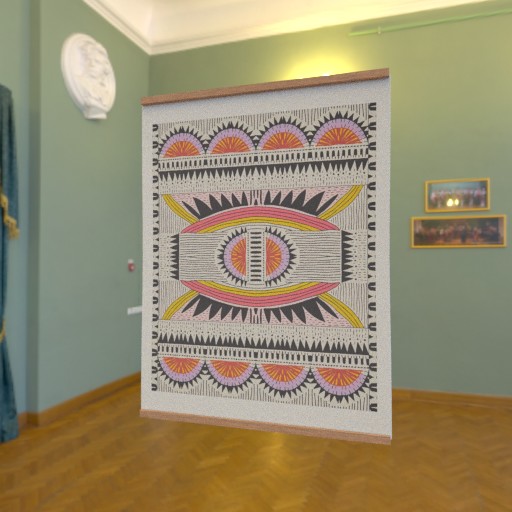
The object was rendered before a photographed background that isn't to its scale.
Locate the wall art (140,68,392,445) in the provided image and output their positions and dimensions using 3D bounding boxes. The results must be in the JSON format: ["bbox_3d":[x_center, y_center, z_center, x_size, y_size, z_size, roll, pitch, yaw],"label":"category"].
[{"bbox_3d":[0.000,0.000,1.314,0.765,1.016,0.028,0,-1,17],"label":"wall art"}]
